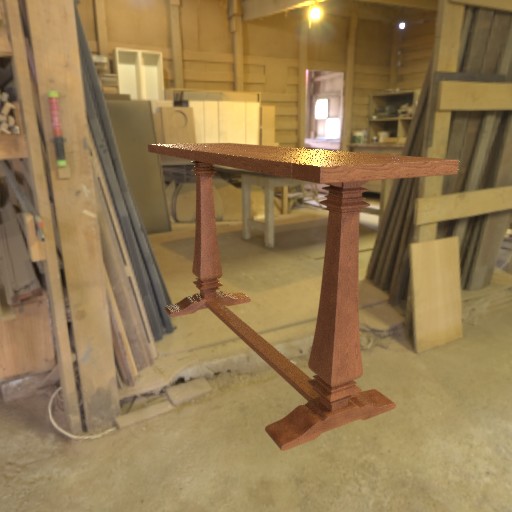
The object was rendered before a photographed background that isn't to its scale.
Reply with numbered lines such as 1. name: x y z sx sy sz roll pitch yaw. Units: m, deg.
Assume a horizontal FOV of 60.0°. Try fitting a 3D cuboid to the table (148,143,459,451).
1. table: 0.000 0.000 1.824 0.461 0.852 1.478 -8 18 -27
